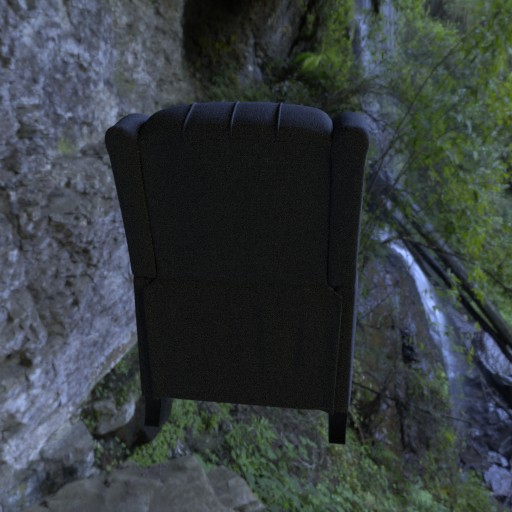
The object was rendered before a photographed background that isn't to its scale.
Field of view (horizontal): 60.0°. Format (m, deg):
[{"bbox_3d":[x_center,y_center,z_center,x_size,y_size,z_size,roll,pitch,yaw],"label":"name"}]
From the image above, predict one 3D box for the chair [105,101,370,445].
[{"bbox_3d":[0.000,0.000,1.629,0.742,1.035,0.898,2,16,8],"label":"chair"}]
